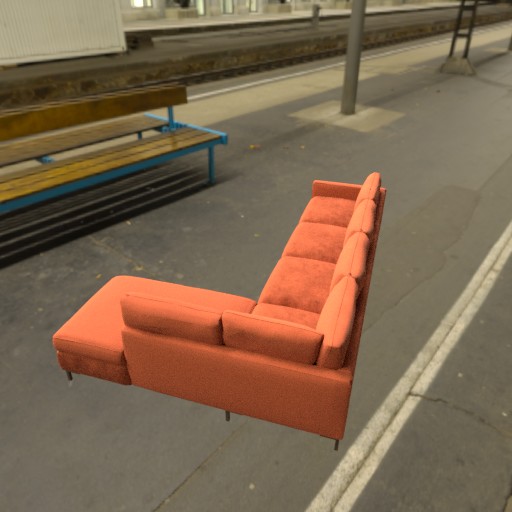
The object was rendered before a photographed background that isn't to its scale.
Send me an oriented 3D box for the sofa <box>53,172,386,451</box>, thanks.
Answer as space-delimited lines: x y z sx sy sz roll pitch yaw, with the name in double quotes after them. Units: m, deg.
0.000 0.000 3.660 1.879 0.757 2.736 9 32 15 "sofa"
